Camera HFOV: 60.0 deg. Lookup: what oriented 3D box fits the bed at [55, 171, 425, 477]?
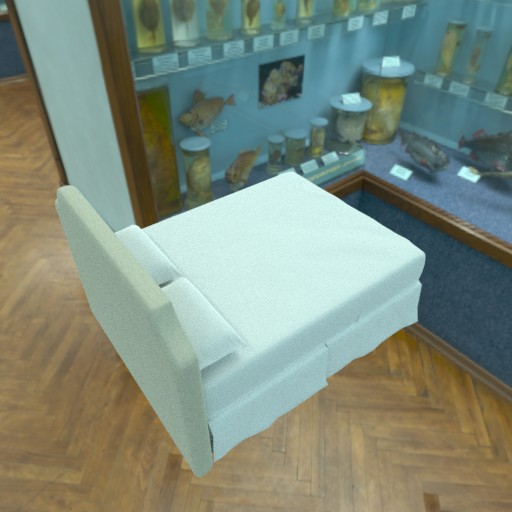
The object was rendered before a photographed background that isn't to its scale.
[{"bbox_3d":[0.000,0.000,3.198,2.116,1.290,1.693,-26,47,-27],"label":"bed"}]
